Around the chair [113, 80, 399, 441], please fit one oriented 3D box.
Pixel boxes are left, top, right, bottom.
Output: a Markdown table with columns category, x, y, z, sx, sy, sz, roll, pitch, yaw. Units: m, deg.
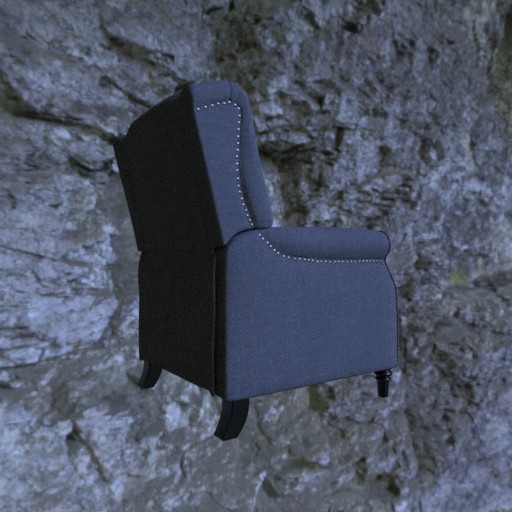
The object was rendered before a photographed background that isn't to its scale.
| category | x | y | z | sx | sy | sz | roll | pitch | yaw |
| --- | --- | --- | --- | --- | --- | --- | --- | --- | --- |
| chair | 0.000 | 0.000 | 1.679 | 0.898 | 1.035 | 0.742 | 1 | -1 | -35 |
